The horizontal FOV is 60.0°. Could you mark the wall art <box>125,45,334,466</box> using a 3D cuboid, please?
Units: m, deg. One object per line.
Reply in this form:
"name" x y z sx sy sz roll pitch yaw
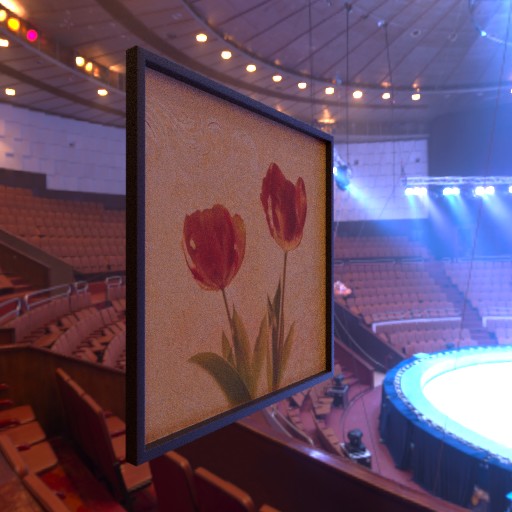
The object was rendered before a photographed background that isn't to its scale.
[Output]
"wall art" 0.000 0.000 1.178 0.043 0.807 0.805 0 0 37
